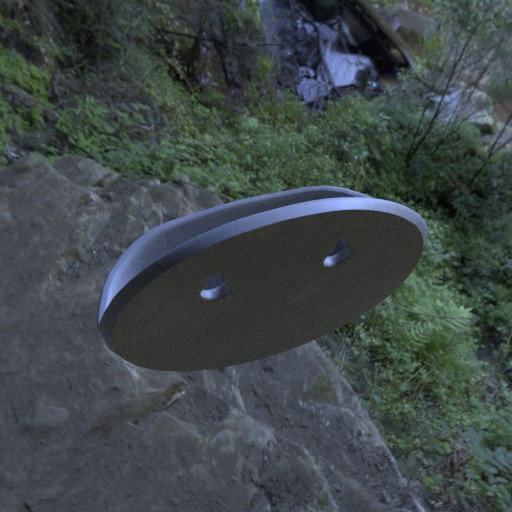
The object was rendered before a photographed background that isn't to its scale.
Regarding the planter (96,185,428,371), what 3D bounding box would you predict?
[{"bbox_3d":[0.000,0.000,0.267,0.190,0.164,0.073,-15,59,-9],"label":"planter"}]
